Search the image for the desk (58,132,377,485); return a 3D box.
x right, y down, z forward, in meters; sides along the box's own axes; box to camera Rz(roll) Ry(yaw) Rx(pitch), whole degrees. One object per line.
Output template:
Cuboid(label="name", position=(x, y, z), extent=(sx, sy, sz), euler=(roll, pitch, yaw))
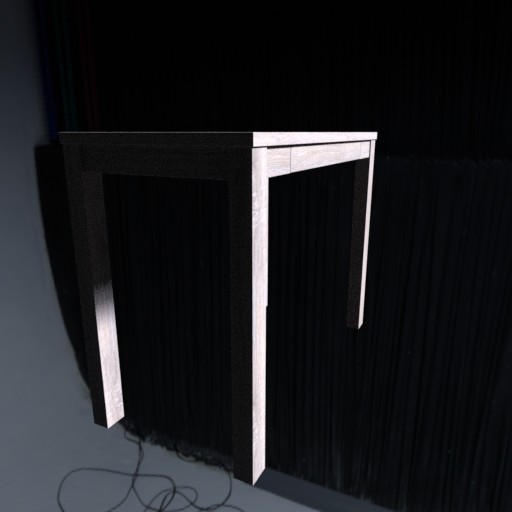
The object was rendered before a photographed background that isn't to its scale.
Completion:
Cuboid(label="desk", position=(0.000, 0.000, 1.418), extent=(0.495, 0.762, 0.991), euler=(8, 17, 26))
